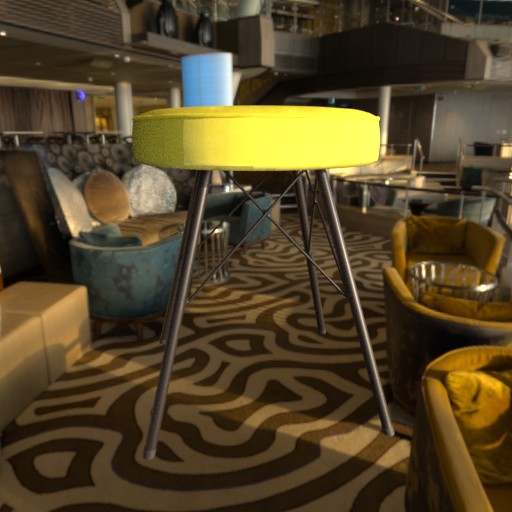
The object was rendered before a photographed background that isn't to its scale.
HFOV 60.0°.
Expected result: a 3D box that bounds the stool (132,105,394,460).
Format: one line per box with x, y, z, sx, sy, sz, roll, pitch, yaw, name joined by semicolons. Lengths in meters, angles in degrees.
0.000;0.000;0.812;0.409;0.508;0.409;-2;16;-8;stool
